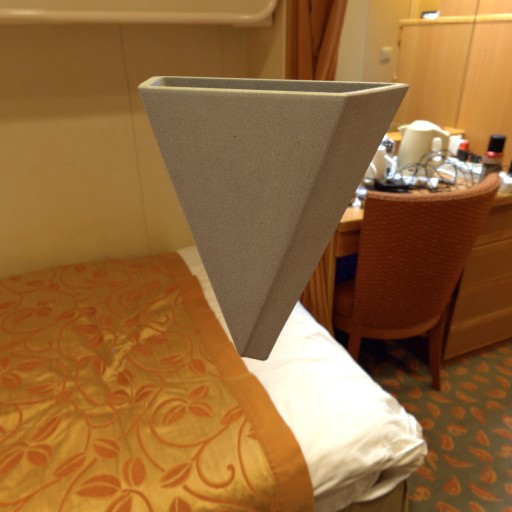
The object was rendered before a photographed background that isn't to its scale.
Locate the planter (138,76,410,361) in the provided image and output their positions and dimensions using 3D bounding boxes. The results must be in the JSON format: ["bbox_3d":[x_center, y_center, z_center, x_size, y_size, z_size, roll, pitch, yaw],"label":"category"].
[{"bbox_3d":[0.000,0.000,0.272,0.150,0.197,0.060,9,28,17],"label":"planter"}]
